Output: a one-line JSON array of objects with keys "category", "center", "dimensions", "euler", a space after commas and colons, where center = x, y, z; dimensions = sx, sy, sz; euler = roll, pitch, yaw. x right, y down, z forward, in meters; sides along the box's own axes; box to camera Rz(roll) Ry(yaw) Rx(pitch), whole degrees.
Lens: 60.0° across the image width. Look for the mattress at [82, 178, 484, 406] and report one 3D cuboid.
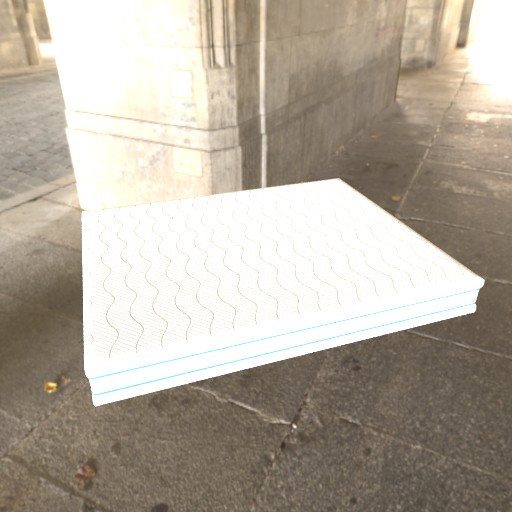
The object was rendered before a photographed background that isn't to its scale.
[{"category": "mattress", "center": [0.000, 0.000, 2.752], "dimensions": [2.000, 0.230, 1.600], "euler": [-10, 32, -16]}]
